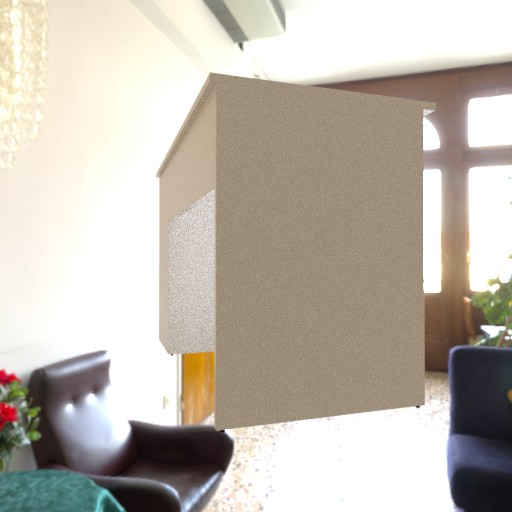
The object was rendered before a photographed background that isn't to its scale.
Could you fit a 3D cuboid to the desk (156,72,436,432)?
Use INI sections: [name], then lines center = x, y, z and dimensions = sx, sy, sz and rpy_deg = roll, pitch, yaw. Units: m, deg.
[desk]
center = 0.000, 0.000, 1.507
dimensions = 0.560, 0.735, 1.097
rpy_deg = 0, -1, -18
